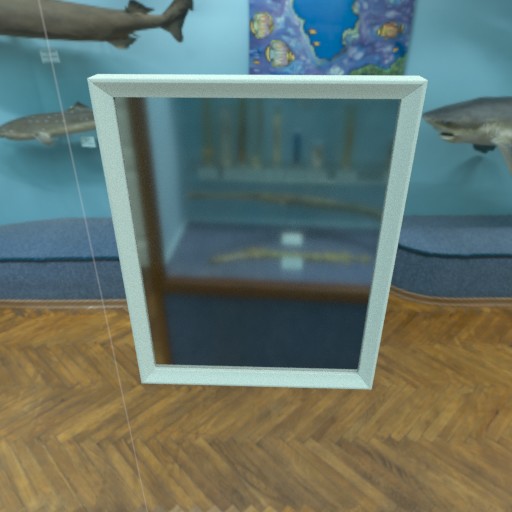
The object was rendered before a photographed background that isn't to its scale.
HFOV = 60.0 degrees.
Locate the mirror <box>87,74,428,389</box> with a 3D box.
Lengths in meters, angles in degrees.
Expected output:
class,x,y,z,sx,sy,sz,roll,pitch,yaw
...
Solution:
class,x,y,z,sx,sy,sz,roll,pitch,yaw
mirror,0.000,0.000,0.671,0.406,0.509,0.041,1,30,2
